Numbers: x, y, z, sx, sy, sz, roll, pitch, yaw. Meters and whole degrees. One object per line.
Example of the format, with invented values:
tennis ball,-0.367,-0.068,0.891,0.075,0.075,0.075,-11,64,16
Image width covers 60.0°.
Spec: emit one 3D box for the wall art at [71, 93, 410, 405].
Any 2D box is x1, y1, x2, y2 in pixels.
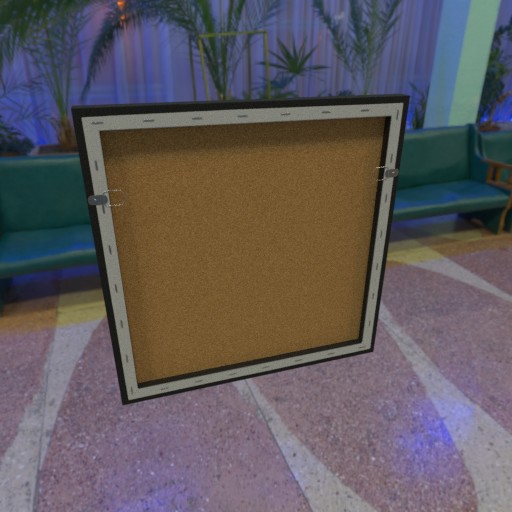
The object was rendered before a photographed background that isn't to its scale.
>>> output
wall art,0.000,0.000,1.136,0.758,0.758,0.044,-8,27,-16
